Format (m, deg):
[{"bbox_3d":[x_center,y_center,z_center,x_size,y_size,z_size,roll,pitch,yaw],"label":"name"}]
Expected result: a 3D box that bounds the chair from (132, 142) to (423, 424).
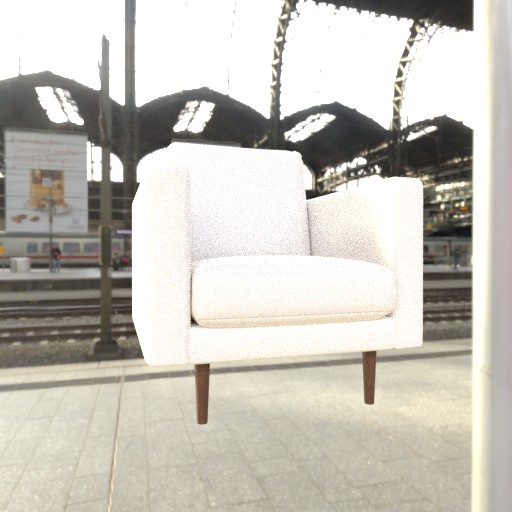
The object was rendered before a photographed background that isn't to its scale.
[{"bbox_3d":[0.000,0.000,1.596,0.831,0.899,0.879,0,0,-18],"label":"chair"}]
